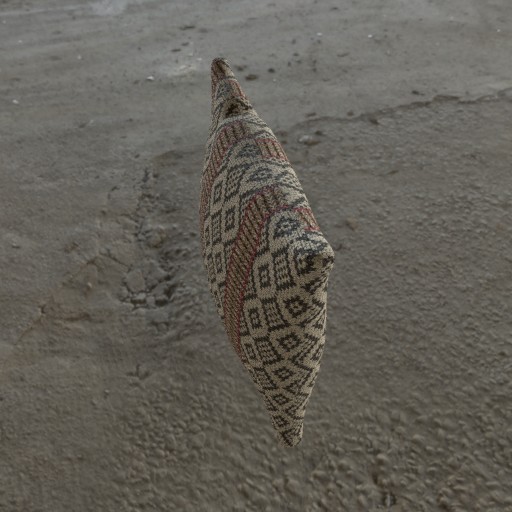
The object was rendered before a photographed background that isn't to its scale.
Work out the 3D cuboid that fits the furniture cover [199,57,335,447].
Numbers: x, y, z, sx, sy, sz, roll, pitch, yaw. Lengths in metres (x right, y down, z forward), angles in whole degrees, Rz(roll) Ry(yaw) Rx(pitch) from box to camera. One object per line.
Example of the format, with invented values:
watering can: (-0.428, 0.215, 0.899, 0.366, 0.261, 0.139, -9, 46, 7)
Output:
furniture cover: (0.000, 0.000, 0.786, 0.182, 0.506, 0.503, -11, 48, -10)
